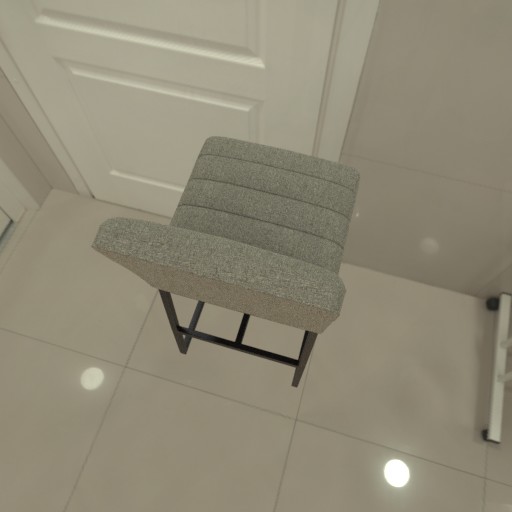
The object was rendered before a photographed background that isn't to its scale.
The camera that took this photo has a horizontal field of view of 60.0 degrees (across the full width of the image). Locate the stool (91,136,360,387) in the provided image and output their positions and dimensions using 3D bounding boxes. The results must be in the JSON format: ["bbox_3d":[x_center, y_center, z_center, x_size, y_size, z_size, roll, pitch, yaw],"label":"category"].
[{"bbox_3d":[0.000,0.000,1.267,0.460,0.940,0.560,15,64,7],"label":"stool"}]
